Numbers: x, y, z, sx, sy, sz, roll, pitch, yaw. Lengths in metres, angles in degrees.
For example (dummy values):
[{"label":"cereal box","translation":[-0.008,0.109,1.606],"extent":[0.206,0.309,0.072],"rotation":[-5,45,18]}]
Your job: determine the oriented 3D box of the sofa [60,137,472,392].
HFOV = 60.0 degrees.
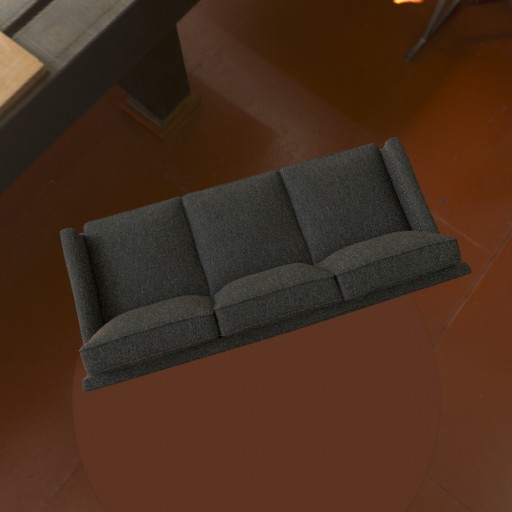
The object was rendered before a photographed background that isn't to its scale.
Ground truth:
[{"label":"sofa","translation":[0.000,0.000,2.806],"extent":[2.246,1.003,1.084],"rotation":[-16,75,-4]}]
